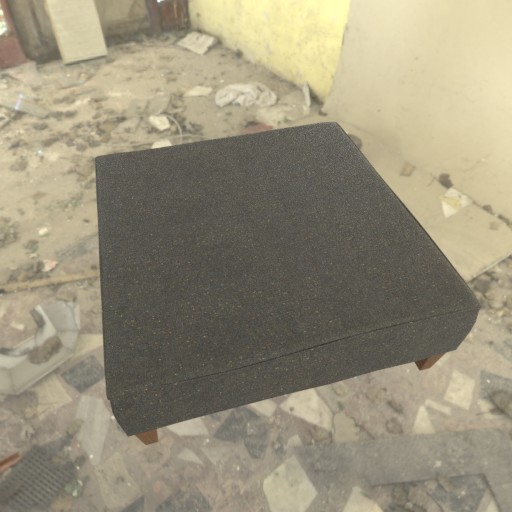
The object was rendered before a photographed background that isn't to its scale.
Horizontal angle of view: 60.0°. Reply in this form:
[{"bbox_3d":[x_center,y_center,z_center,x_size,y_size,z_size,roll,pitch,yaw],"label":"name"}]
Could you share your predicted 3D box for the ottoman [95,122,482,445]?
[{"bbox_3d":[0.000,0.000,1.515,0.968,0.382,1.004,-11,47,-11],"label":"ottoman"}]
